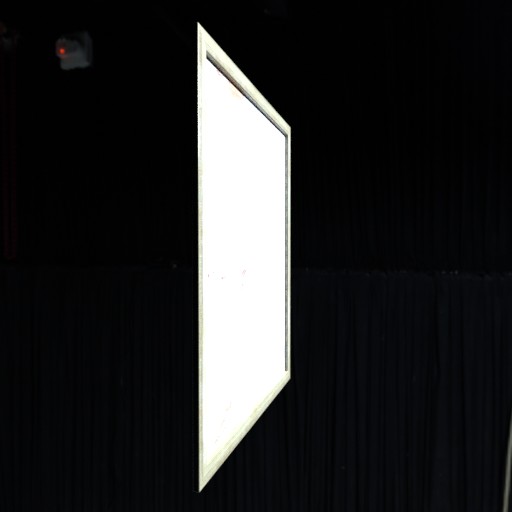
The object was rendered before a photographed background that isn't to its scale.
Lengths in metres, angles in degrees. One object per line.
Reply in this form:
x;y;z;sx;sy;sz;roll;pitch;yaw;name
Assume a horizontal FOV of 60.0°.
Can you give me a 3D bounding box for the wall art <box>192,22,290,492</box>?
0.000;0.000;0.757;0.009;0.559;0.483;0;1;17;wall art
